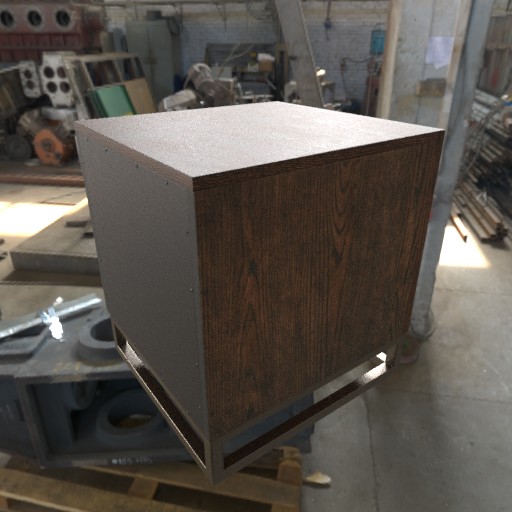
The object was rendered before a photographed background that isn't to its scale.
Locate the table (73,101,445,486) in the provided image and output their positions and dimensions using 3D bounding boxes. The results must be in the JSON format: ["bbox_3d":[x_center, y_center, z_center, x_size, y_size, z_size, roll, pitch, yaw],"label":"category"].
[{"bbox_3d":[0.000,0.000,1.007,0.566,0.582,0.506,-18,31,-32],"label":"table"}]
